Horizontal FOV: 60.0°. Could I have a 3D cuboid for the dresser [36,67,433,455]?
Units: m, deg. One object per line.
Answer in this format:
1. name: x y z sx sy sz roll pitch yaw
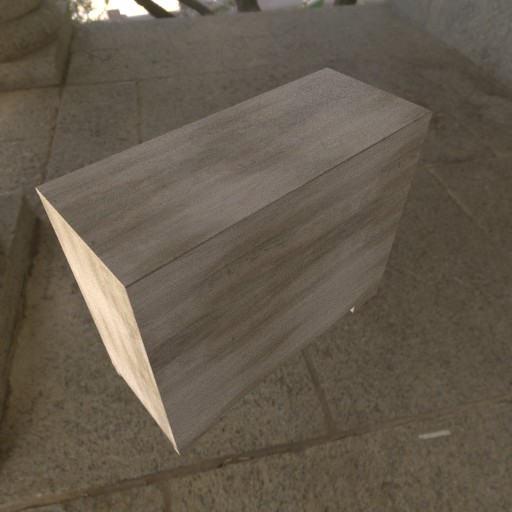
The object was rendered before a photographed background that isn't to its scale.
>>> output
1. dresser: 0.000 0.000 1.431 0.994 0.816 0.404 -32 54 -28
